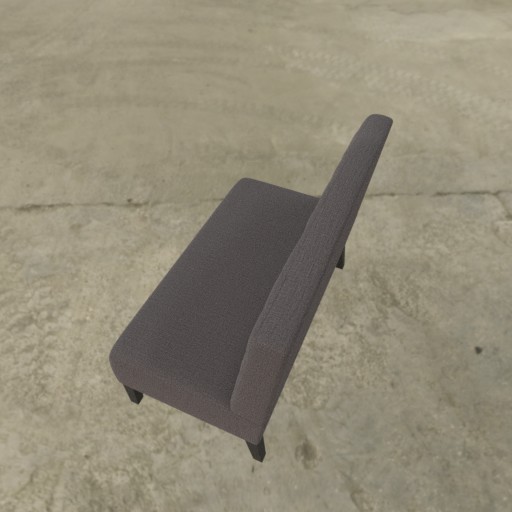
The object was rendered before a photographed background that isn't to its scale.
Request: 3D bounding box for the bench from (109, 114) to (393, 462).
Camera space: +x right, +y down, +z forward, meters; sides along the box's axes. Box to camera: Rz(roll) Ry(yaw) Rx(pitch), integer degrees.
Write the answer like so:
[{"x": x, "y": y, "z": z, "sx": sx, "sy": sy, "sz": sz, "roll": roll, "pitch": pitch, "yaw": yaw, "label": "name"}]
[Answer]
[{"x": 0.000, "y": 0.000, "z": 2.041, "sx": 0.815, "sy": 1.180, "sz": 1.335, "roll": 18, "pitch": 50, "yaw": 16, "label": "bench"}]
